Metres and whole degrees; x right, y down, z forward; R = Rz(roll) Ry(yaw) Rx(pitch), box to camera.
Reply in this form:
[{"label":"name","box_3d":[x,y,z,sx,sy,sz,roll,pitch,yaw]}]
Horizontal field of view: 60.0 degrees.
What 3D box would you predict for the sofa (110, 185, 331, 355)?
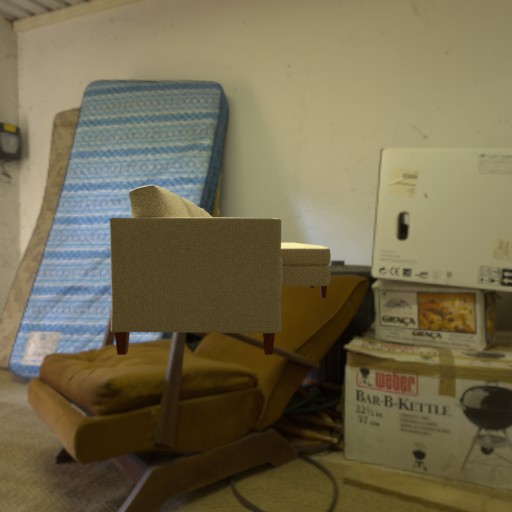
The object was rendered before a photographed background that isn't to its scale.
[{"label":"sofa","box_3d":[0.000,0.000,4.085,1.603,0.954,3.471,0,2,0]}]
